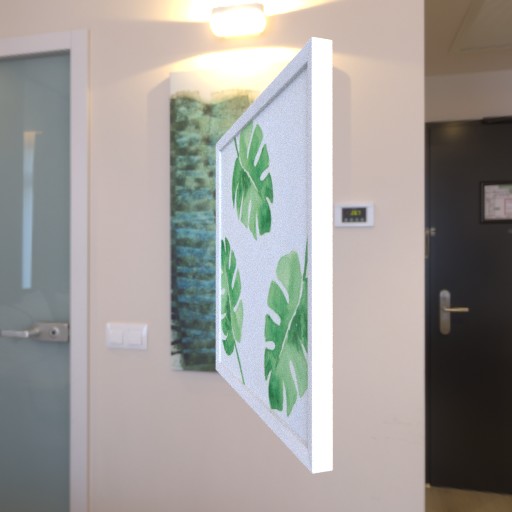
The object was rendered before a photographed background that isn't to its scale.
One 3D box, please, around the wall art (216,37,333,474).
[{"bbox_3d":[0.000,0.000,1.140,0.040,0.762,0.762,0,0,-18],"label":"wall art"}]
